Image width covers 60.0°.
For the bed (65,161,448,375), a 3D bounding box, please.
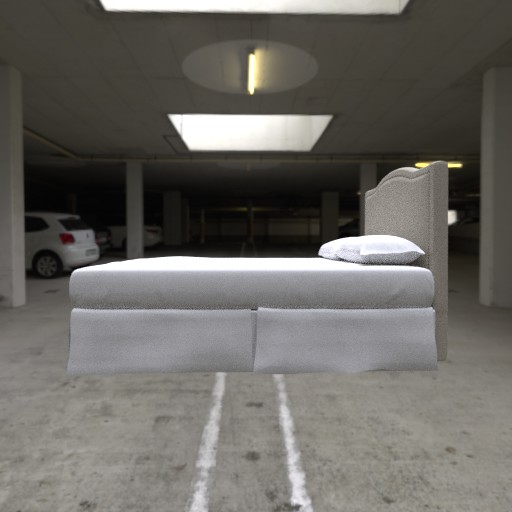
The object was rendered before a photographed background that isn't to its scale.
[{"bbox_3d":[0.000,0.000,3.706,2.477,1.437,1.977,0,1,-1],"label":"bed"}]
